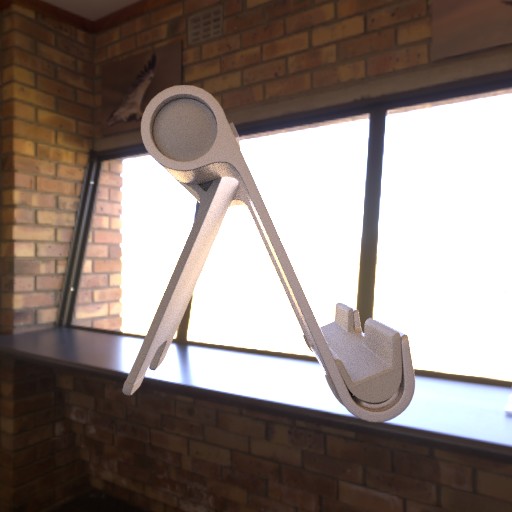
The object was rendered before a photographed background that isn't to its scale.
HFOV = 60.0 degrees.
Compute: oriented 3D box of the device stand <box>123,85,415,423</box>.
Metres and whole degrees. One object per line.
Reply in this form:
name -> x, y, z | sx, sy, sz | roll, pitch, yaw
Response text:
device stand -> 0.000, 0.000, 0.152 | 0.079, 0.084, 0.086 | 0, -1, 1
